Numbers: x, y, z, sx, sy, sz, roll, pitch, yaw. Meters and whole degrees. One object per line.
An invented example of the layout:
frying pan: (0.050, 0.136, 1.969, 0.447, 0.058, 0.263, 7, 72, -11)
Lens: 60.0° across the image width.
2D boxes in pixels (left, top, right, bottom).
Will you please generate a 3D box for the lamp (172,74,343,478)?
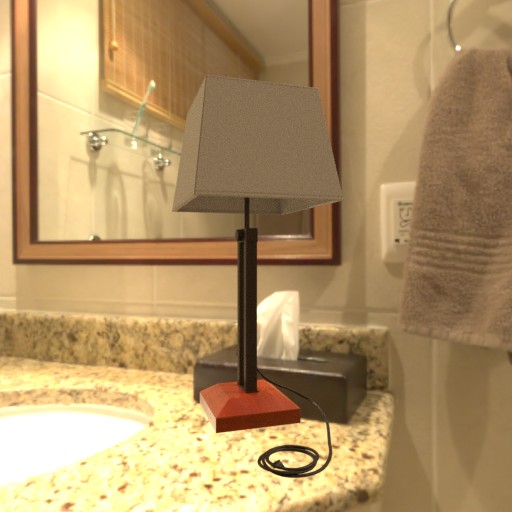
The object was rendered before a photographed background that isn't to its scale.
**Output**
lamp: (0.000, 0.000, 0.970, 0.310, 0.737, 0.498, 0, 0, -17)
